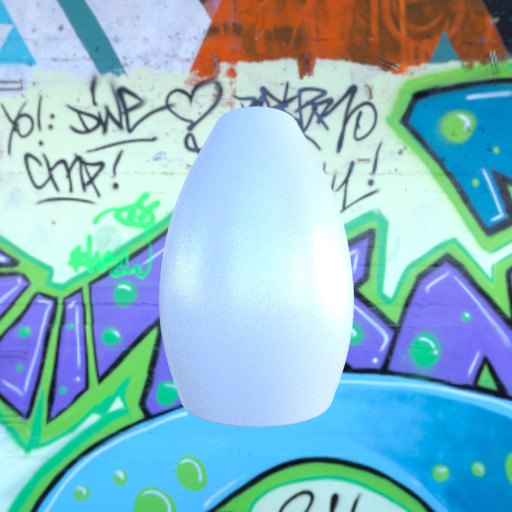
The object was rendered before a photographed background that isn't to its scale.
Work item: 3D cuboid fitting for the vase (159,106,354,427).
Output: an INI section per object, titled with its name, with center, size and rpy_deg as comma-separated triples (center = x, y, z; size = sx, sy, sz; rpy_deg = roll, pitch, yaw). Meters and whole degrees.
[vase]
center = 0.000, 0.000, 0.256
size = 0.089, 0.131, 0.187
rpy_deg = 0, 2, 0
